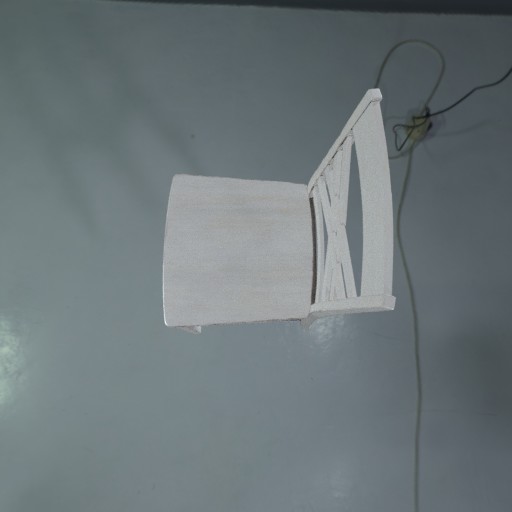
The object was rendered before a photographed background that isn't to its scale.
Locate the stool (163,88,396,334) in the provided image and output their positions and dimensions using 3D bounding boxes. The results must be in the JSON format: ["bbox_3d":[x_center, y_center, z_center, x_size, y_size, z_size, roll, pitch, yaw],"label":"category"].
[{"bbox_3d":[0.000,0.000,1.389,0.539,1.079,0.462,0,76,0],"label":"stool"}]
